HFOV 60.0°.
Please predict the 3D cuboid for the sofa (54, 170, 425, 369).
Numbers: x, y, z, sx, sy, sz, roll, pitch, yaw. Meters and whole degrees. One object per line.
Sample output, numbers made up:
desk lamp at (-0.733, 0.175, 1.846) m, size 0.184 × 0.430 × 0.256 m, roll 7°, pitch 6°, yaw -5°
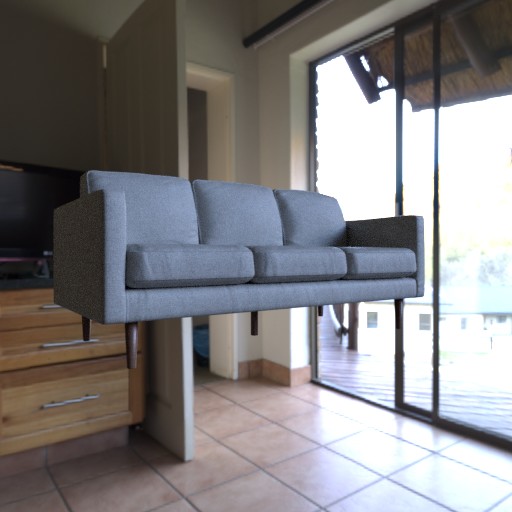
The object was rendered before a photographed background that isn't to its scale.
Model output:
sofa at (0.000, 0.000, 2.548) m, size 1.983 × 0.918 × 0.944 m, roll 0°, pitch 0°, yaw -35°
